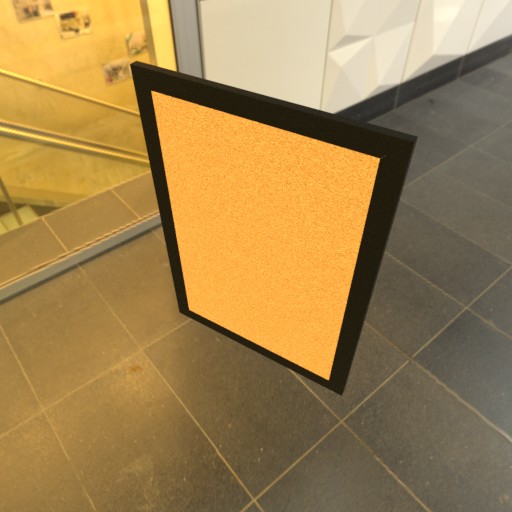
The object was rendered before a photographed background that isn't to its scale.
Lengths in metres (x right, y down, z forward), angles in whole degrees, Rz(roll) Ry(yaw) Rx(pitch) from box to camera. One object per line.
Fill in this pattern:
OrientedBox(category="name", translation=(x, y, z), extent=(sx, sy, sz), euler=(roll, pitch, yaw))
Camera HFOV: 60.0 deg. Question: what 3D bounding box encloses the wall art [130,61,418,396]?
OrientedBox(category="wall art", translation=(0.000, 0.000, 0.609), extent=(0.326, 0.459, 0.011), euler=(23, 50, 21))
